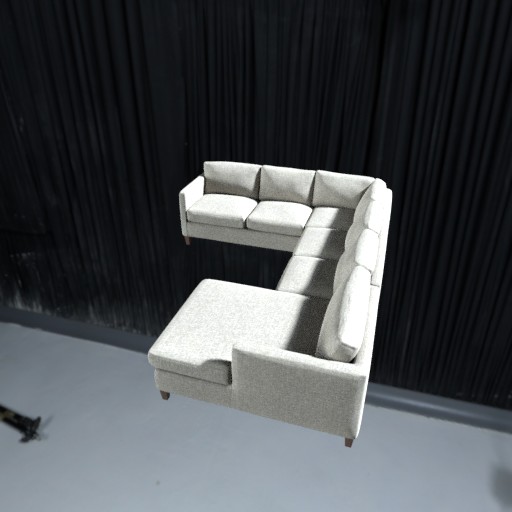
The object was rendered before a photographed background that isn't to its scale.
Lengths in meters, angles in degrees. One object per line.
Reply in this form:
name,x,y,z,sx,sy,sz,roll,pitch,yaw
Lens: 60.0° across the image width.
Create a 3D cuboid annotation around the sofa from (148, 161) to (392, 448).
sofa,0.000,0.000,4.672,2.593,0.959,3.460,9,31,15
